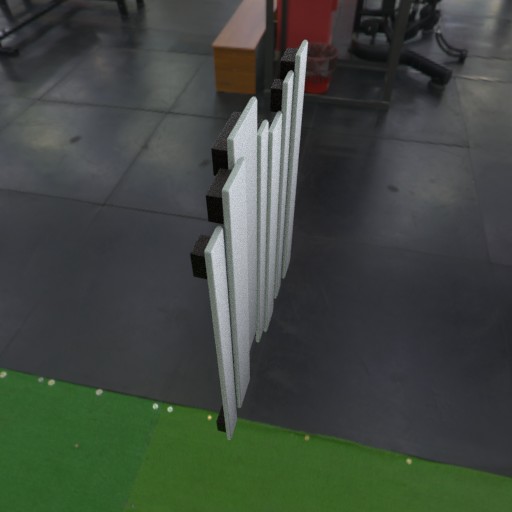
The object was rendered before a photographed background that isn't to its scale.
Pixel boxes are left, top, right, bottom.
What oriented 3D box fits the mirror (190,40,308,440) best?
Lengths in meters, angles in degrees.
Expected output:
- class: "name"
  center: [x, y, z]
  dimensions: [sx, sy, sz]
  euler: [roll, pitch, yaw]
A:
- class: "mirror"
  center: [0.000, 0.000, 0.802]
  dimensions: [0.058, 0.611, 0.445]
  euler: [11, 48, 10]
